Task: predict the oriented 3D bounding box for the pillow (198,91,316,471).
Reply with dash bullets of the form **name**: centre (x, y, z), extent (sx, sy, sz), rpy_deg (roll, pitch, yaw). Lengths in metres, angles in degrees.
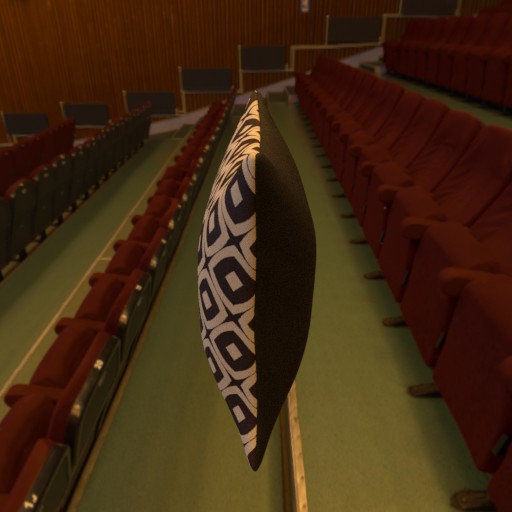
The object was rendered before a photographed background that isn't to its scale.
- **pillow**: centre (0.000, 0.000, 0.785), extent (0.188, 0.494, 0.504), rpy_deg (0, 28, 0)
